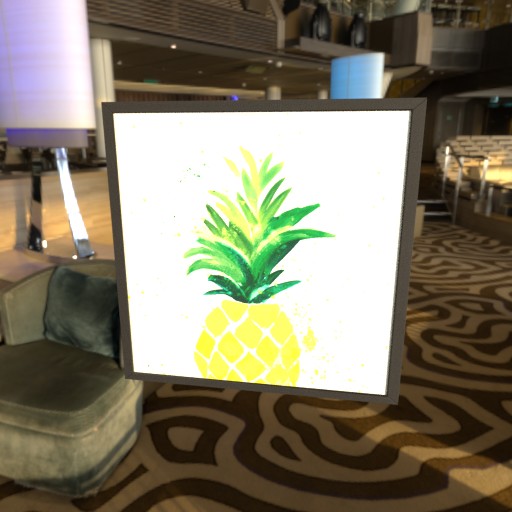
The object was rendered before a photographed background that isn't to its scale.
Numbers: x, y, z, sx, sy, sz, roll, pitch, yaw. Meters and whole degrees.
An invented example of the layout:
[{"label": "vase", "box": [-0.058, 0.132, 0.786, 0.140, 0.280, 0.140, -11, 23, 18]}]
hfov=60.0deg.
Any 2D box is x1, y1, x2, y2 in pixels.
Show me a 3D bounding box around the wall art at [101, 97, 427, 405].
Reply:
[{"label": "wall art", "box": [0.000, 0.000, 0.765, 0.508, 0.507, 0.033, 3, 15, 9]}]
